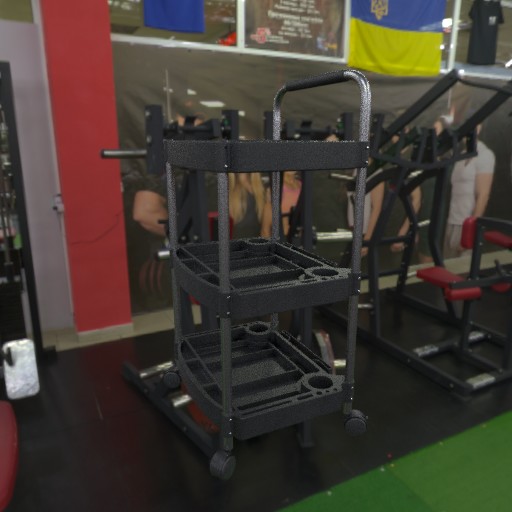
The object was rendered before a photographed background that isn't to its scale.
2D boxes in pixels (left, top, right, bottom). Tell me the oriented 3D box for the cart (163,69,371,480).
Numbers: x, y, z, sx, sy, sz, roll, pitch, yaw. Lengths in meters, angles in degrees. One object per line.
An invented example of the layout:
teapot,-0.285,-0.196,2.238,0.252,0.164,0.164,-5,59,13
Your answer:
cart,0.000,0.000,1.390,0.518,1.075,0.584,-7,17,-24
